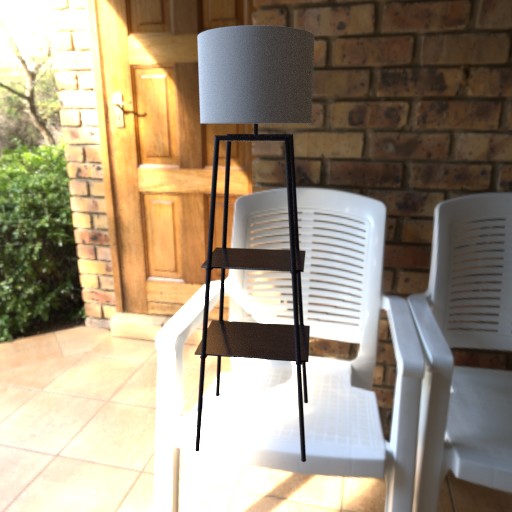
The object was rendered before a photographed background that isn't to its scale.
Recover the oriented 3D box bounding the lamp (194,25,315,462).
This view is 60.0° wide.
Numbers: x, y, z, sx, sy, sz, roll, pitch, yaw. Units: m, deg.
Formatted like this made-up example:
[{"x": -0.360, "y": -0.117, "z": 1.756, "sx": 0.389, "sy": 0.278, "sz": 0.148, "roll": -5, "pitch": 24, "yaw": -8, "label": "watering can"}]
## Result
[{"x": 0.000, "y": 0.000, "z": 1.644, "sx": 0.427, "sy": 1.474, "sz": 0.384, "roll": 2, "pitch": 17, "yaw": 7, "label": "lamp"}]
